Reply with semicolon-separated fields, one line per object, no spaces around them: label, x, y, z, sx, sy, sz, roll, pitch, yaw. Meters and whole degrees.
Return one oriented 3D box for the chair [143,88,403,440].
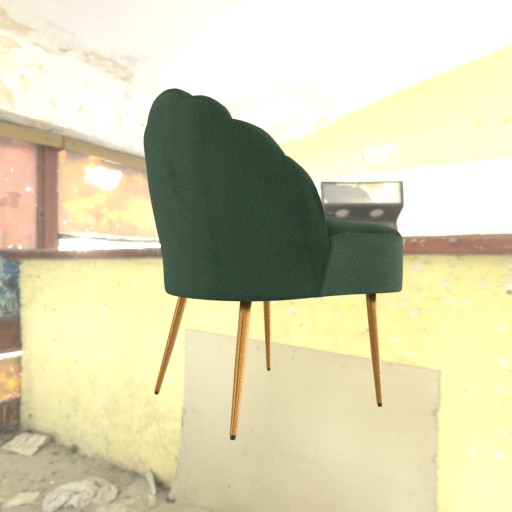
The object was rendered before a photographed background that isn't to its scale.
chair;0.000;0.000;1.275;0.599;0.819;0.657;1;-1;-36
